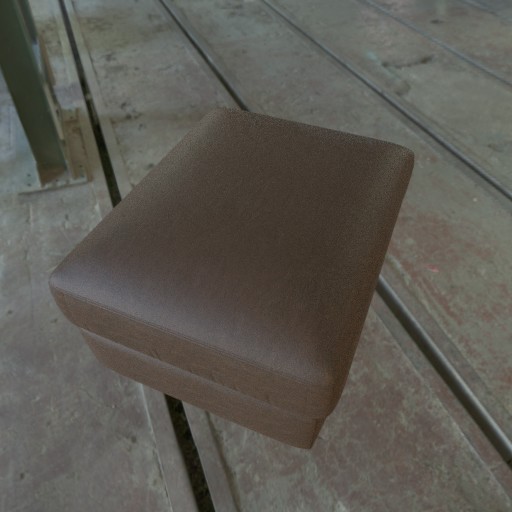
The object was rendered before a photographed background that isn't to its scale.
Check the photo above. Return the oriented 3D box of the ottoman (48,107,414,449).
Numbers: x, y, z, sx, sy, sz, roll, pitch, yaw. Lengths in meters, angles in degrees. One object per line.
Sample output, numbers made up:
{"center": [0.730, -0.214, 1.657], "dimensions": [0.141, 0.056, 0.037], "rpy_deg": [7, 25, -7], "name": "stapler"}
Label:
{"center": [0.000, 0.000, 1.169], "dimensions": [0.635, 0.508, 0.787], "rpy_deg": [17, 49, 16], "name": "ottoman"}
